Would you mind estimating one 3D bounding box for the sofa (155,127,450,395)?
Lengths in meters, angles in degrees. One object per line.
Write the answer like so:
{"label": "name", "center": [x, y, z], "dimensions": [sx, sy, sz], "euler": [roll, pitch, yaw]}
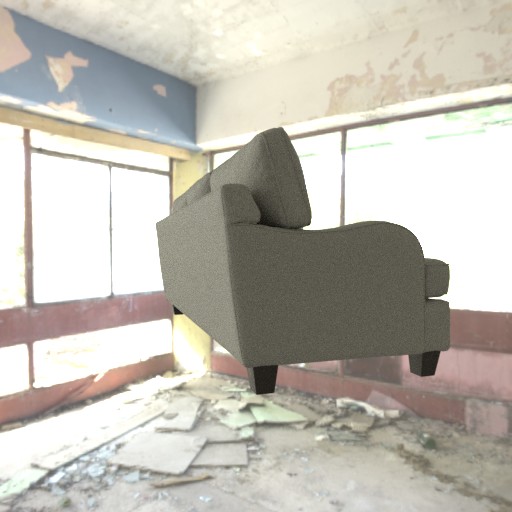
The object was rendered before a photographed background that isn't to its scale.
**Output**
{"label": "sofa", "center": [0.000, 0.000, 2.787], "dimensions": [1.016, 0.997, 2.323], "euler": [0, 1, -18]}
